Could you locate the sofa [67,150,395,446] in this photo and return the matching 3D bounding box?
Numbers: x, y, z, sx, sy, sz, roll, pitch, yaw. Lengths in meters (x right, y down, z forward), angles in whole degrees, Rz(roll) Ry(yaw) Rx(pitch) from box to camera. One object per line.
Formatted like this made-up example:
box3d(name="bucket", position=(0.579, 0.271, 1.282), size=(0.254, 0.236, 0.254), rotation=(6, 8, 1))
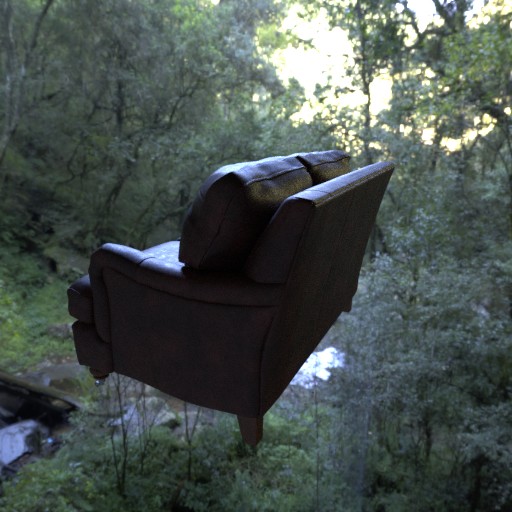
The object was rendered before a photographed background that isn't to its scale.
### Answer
box3d(name="sofa", position=(0.000, 0.000, 2.386), size=(1.148, 1.070, 1.628), rotation=(8, 19, 25))
